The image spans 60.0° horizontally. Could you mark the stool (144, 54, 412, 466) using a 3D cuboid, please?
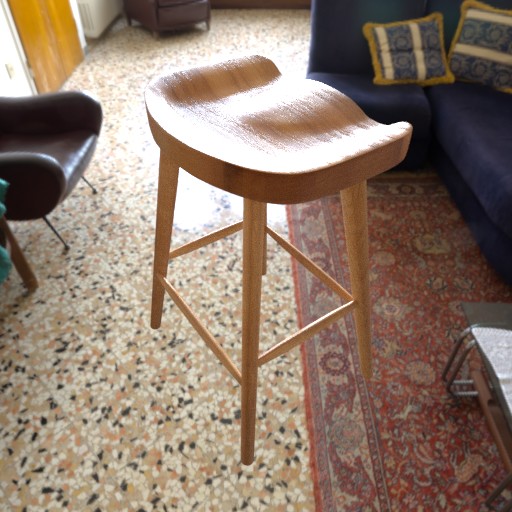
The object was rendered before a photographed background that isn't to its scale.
[{"bbox_3d":[0.000,0.000,0.873,0.361,0.615,0.440,-25,48,-25],"label":"stool"}]
